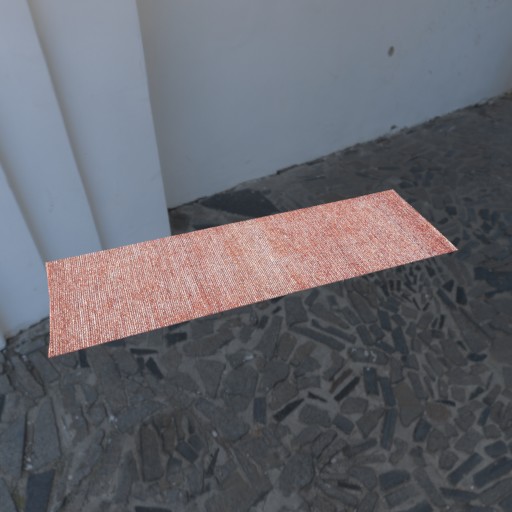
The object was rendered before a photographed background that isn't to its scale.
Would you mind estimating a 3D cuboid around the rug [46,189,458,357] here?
[{"bbox_3d":[0.000,0.000,2.633,2.353,0.013,0.718,-13,43,-15],"label":"rug"}]
